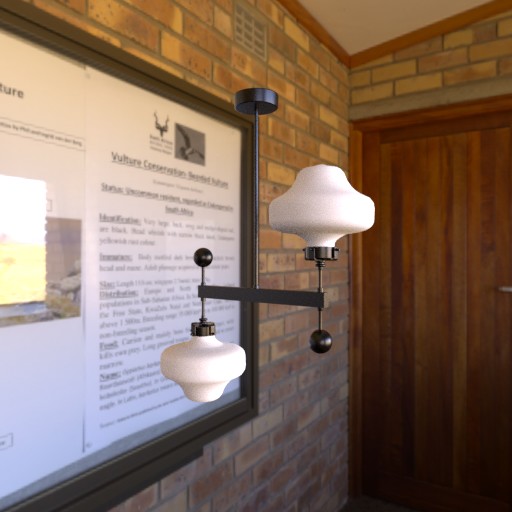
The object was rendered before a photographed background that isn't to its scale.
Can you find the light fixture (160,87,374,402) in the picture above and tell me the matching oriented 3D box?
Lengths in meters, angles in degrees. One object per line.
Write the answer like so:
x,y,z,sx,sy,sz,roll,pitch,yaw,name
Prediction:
0.000,0.000,1.028,0.489,0.743,0.422,0,0,1,light fixture
